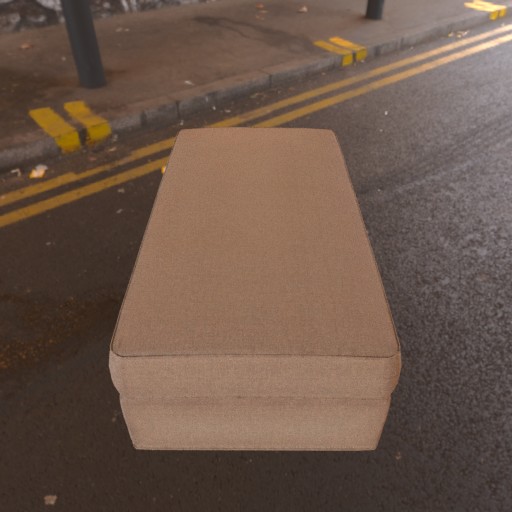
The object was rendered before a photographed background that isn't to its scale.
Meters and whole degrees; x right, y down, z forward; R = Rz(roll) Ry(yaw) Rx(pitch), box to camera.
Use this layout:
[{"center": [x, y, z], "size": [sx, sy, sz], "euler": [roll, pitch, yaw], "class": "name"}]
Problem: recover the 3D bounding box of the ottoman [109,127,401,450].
[{"center": [0.000, 0.000, 1.406], "size": [0.617, 0.448, 1.097], "euler": [0, 40, 0], "class": "ottoman"}]
